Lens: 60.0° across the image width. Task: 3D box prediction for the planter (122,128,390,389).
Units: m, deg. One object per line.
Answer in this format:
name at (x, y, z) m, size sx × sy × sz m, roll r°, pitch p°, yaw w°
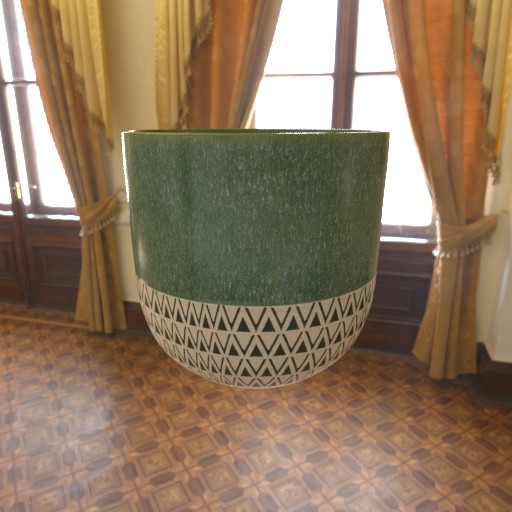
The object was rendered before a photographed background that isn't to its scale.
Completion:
planter at (0.000, 0.000, 0.494) m, size 0.266 × 0.270 × 0.266 m, roll 0°, pitch 17°, yaw 0°
